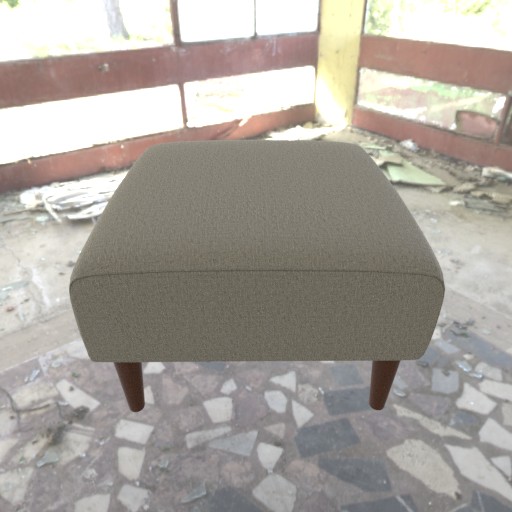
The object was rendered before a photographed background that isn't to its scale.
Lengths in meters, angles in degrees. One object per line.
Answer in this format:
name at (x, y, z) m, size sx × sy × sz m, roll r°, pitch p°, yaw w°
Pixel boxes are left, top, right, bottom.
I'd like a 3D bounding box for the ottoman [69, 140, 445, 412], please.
ottoman at (0.000, 0.000, 1.065) m, size 0.648 × 0.399 × 0.655 m, roll 0°, pitch 32°, yaw 0°
